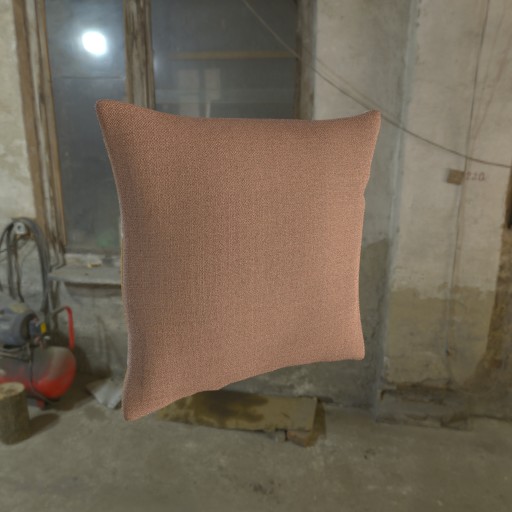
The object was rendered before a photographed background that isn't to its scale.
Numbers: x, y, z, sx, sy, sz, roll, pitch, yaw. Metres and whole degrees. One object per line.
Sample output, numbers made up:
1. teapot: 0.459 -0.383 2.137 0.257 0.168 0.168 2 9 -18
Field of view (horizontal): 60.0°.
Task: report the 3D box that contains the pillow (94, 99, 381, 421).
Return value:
1. pillow: 0.000 0.000 0.742 0.478 0.479 0.158 -7 16 -26
